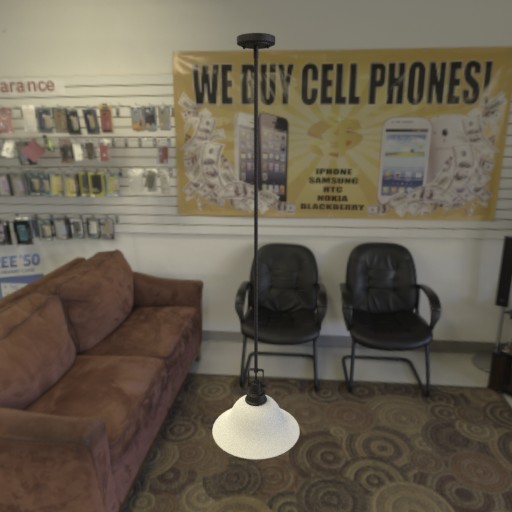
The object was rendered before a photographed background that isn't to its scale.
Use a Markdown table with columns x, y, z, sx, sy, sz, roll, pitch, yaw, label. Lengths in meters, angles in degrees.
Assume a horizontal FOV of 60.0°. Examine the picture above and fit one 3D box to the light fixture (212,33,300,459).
| x | y | z | sx | sy | sz | roll | pitch | yaw | label |
| --- | --- | --- | --- | --- | --- | --- | --- | --- | --- |
| 0.000 | 0.000 | 1.481 | 0.324 | 1.337 | 0.324 | 2 | 15 | 9 | light fixture |
